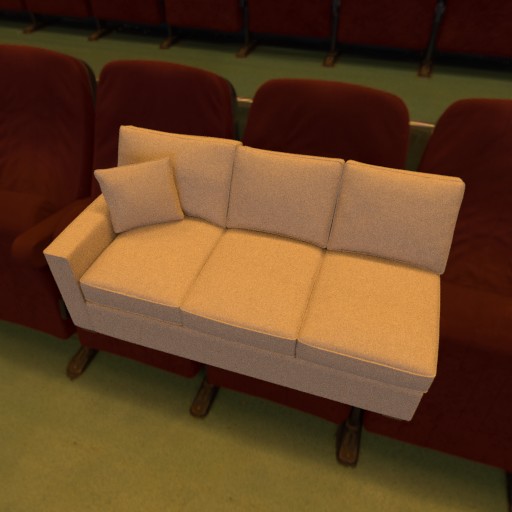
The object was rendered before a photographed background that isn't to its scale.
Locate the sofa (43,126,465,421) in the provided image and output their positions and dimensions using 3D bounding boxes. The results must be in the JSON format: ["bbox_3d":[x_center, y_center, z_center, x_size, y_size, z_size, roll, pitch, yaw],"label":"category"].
[{"bbox_3d":[0.000,0.000,2.459,1.962,0.946,1.034,12,43,13],"label":"sofa"}]
